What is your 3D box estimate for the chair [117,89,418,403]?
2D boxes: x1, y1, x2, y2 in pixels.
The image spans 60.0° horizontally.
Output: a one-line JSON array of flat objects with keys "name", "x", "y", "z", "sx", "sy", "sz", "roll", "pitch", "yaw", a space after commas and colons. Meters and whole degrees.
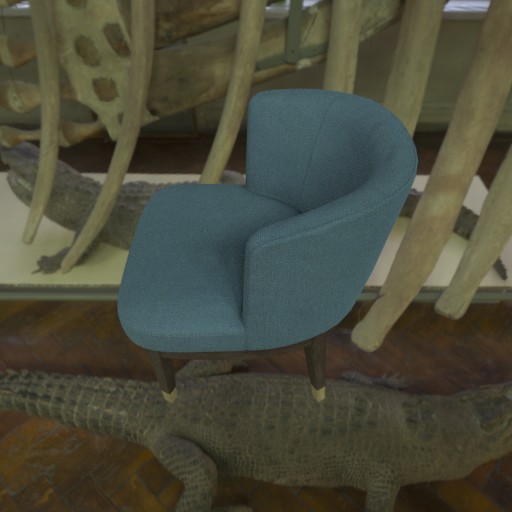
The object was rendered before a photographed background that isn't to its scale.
[{"name": "chair", "x": 0.000, "y": 0.000, "z": 1.256, "sx": 0.702, "sy": 0.760, "sz": 0.661, "roll": 0, "pitch": 43, "yaw": 0}]
